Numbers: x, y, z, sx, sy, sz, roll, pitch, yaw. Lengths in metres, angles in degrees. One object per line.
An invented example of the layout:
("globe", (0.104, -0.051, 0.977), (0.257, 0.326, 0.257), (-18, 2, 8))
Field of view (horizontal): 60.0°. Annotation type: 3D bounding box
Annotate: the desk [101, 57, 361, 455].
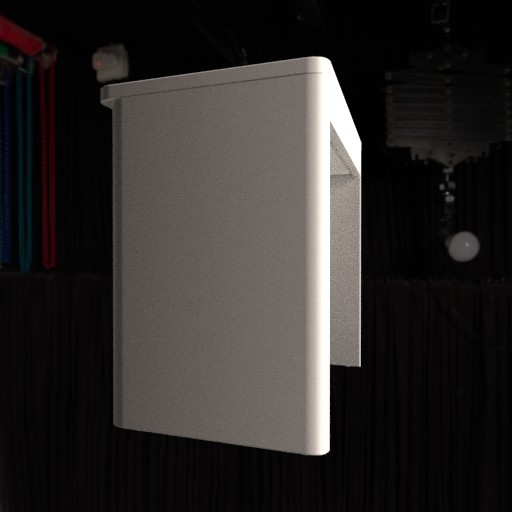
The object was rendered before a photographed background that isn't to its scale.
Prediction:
("desk", (0.000, 0.000, 1.321), (0.549, 0.800, 0.762), (0, 1, 18))
